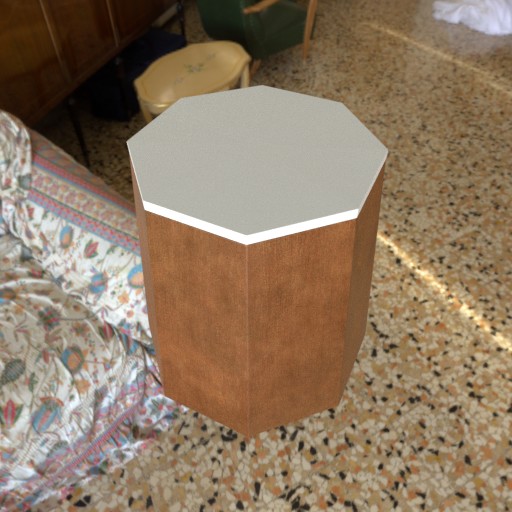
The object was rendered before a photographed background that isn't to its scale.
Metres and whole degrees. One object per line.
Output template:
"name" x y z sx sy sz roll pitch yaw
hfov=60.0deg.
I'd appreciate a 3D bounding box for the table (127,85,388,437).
"table" 0.000 0.000 0.794 0.439 0.457 0.439 -16 48 -14
